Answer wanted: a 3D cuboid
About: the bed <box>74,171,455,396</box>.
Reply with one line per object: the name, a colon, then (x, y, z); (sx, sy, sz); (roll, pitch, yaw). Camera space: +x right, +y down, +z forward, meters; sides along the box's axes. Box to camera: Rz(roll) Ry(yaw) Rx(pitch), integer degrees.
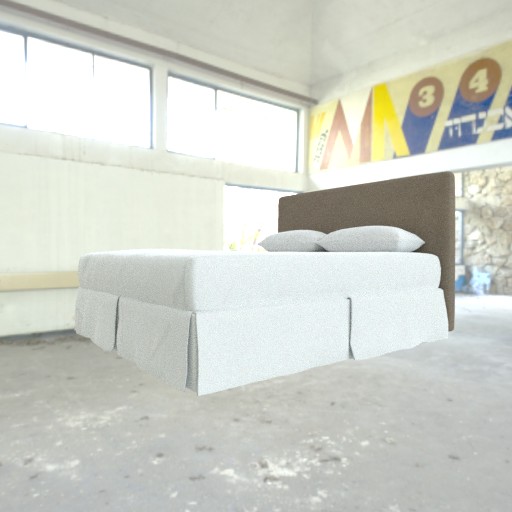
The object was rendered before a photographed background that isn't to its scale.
bed: (0.000, 0.000, 3.546); (2.341, 1.317, 2.119); (0, 1, -37)
